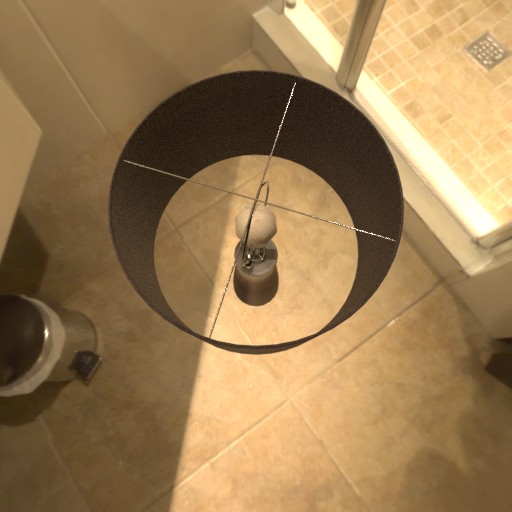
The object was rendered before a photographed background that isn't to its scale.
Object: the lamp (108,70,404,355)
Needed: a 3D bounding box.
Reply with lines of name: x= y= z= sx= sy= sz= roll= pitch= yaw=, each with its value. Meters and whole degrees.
lamp: x=0.000 y=0.000 z=0.690 sx=0.303 sy=0.488 sz=0.303 roll=0 pitch=76 yaw=0
